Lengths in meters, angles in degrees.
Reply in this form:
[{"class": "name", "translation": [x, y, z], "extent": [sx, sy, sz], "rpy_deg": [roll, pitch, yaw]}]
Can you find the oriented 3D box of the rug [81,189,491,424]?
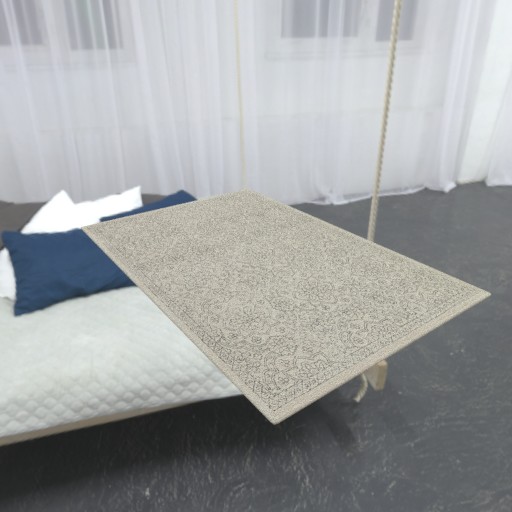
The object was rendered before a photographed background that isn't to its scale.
[{"class": "rug", "translation": [0.000, 0.000, 2.839], "extent": [1.524, 0.011, 2.286], "rpy_deg": [-18, 32, -32]}]
